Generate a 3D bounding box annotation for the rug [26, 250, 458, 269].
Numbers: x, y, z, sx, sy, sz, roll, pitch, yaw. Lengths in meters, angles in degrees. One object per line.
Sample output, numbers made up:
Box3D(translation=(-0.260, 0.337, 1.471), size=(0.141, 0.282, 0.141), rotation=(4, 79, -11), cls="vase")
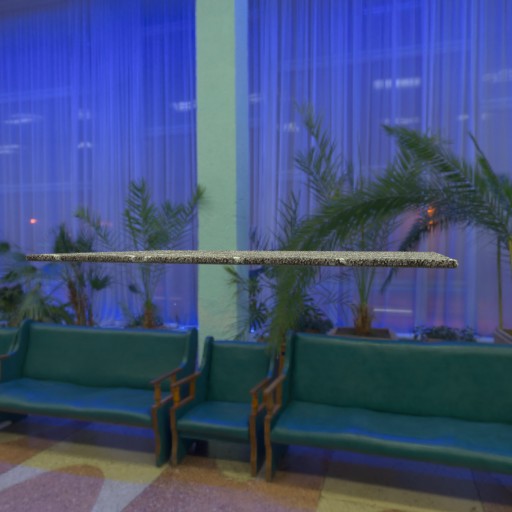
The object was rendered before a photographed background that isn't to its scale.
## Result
Box3D(translation=(0.000, 0.000, 2.269), size=(1.778, 0.030, 1.219), rotation=(1, 2, 19), cls="rug")
